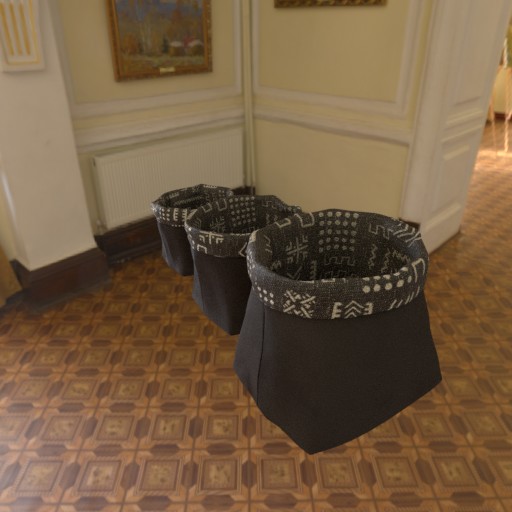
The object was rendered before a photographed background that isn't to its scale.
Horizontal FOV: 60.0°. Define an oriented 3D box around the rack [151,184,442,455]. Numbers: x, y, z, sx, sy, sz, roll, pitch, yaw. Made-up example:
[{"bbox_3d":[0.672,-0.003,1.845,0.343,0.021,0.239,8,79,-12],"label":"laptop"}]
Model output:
[{"bbox_3d":[0.000,0.000,1.100,0.379,0.323,0.905,-17,32,-29],"label":"rack"}]
